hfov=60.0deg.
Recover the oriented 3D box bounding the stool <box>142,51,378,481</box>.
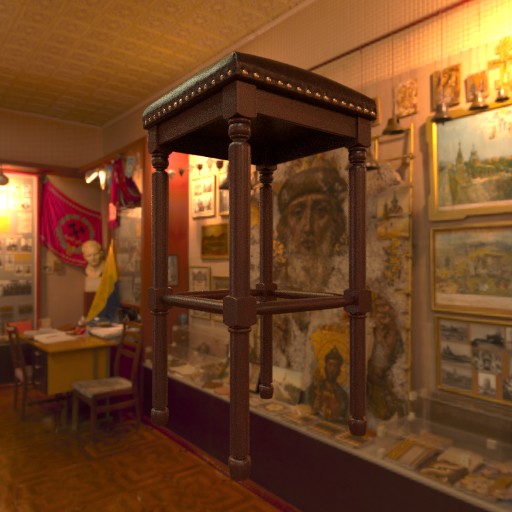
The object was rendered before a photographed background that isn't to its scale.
[{"bbox_3d":[0.000,0.000,0.992,0.383,0.768,0.382,0,-1,-38],"label":"stool"}]
